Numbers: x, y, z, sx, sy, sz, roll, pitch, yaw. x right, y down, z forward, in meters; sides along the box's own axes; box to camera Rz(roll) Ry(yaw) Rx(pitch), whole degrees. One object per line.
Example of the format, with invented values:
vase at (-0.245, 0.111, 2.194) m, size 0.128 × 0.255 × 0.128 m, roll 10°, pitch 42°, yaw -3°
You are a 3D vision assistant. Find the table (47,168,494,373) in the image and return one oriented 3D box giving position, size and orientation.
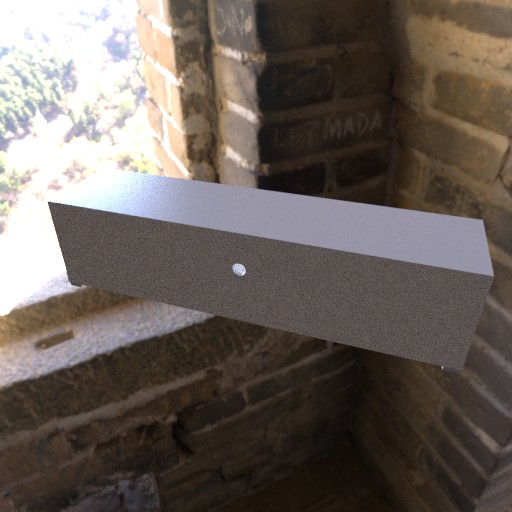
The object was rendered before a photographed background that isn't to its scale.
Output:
table at (0.000, 0.000, 1.829) m, size 1.650 × 0.420 × 0.390 m, roll 10°, pitch 34°, yaw 16°
